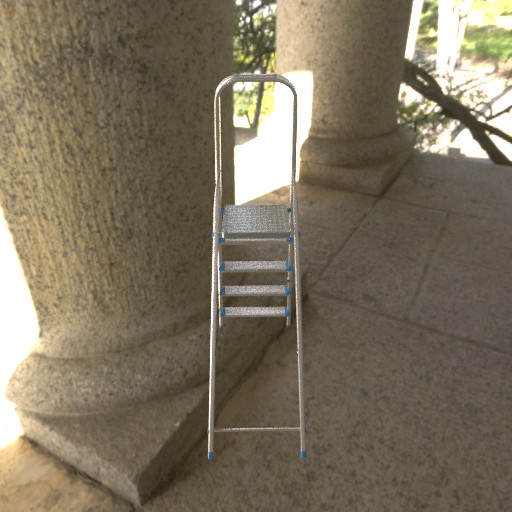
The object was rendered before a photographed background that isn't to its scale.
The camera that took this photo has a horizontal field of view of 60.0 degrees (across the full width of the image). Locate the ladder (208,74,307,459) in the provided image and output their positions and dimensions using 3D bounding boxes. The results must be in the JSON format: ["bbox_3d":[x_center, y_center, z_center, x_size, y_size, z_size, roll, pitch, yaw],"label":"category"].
[{"bbox_3d":[0.000,0.000,2.098,0.468,1.648,0.990,0,31,-1],"label":"ladder"}]
